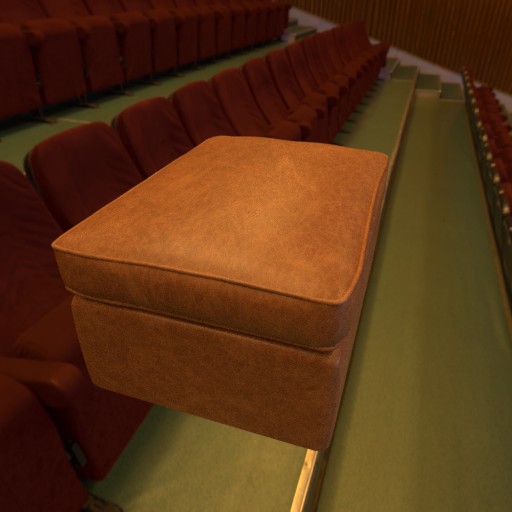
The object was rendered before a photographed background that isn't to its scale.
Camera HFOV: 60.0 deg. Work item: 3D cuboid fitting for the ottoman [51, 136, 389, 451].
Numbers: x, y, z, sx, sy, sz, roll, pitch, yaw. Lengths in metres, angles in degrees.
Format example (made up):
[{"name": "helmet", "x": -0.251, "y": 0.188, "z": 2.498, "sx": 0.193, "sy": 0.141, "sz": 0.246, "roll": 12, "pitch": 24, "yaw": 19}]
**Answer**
[{"name": "ottoman", "x": 0.000, "y": 0.000, "z": 1.113, "sx": 0.554, "sy": 0.468, "sz": 0.756, "roll": 10, "pitch": 32, "yaw": 16}]
